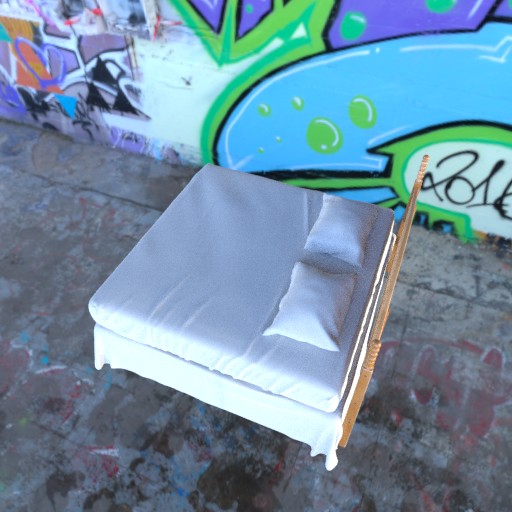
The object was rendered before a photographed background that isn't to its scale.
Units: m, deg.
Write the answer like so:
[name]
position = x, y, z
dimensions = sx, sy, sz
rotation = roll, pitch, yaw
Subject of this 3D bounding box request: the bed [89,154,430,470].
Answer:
[bed]
position = 0.000, 0.000, 3.667
dimensions = 2.219, 1.355, 2.322
rotation = 17, 48, 15
